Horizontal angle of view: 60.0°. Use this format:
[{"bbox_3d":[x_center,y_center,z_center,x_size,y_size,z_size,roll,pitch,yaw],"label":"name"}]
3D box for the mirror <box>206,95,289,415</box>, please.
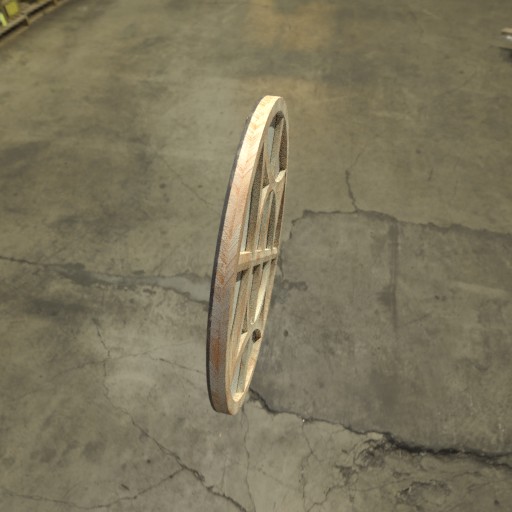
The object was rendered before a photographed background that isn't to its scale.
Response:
[{"bbox_3d":[0.000,0.000,1.043,0.038,0.710,0.710,9,48,8],"label":"mirror"}]
